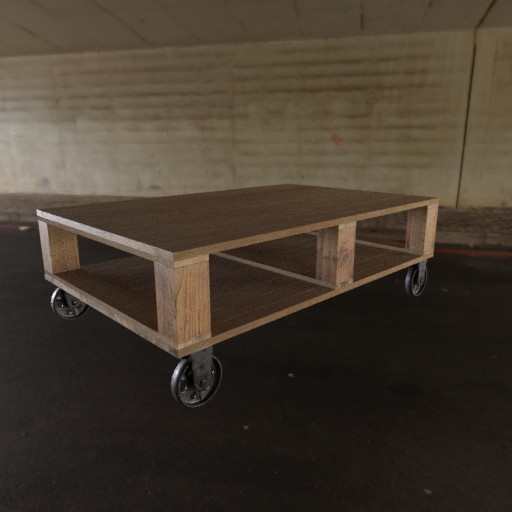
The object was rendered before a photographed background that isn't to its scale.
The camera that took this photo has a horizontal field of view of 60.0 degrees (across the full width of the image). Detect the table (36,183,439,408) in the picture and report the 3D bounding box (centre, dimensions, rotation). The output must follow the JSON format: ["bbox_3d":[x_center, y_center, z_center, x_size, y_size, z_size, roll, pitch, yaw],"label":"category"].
[{"bbox_3d":[0.000,0.000,1.726,1.299,0.413,0.827,-14,20,-42],"label":"table"}]
